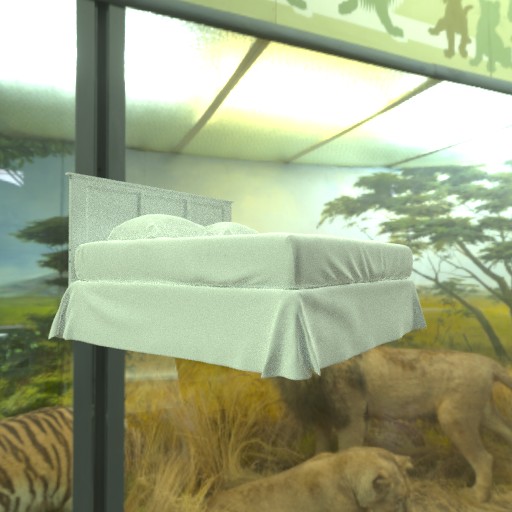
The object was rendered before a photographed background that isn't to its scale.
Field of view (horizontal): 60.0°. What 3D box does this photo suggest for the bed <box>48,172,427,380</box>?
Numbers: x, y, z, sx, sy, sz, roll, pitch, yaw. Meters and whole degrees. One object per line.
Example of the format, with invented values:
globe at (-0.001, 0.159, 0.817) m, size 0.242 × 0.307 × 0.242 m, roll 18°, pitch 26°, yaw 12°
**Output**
bed at (0.000, 0.000, 3.606) m, size 2.215 × 1.273 × 2.317 m, roll -1°, pitch -1°, yaw 36°
